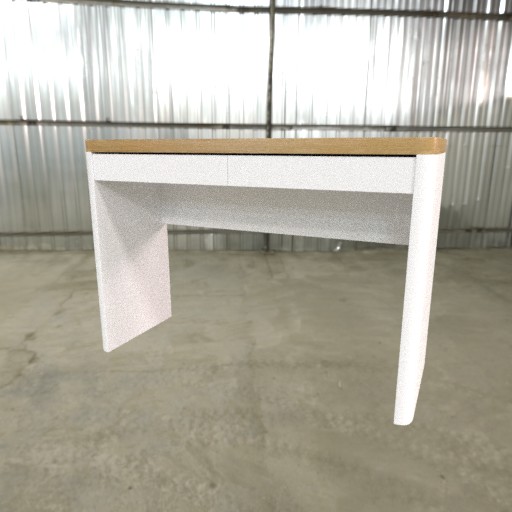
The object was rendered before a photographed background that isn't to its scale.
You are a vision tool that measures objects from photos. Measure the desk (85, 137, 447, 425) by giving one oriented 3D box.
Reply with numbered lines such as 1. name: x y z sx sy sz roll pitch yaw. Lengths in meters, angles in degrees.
1. desk: 0.000 0.000 1.494 1.100 0.760 0.390 6 15 24
